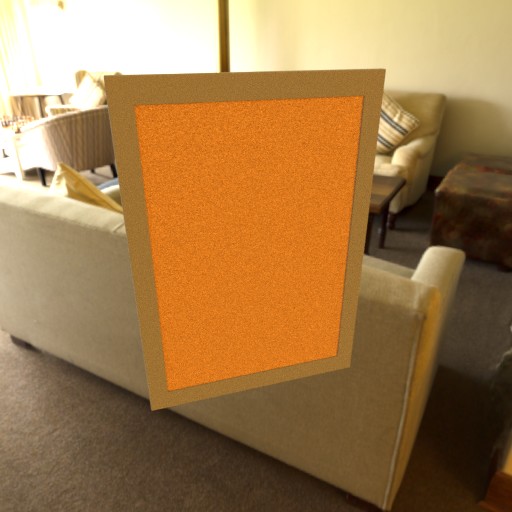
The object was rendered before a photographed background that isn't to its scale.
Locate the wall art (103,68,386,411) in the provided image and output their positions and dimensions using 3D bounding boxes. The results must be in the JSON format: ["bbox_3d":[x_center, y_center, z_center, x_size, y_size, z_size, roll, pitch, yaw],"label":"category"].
[{"bbox_3d":[0.000,0.000,0.687,0.374,0.529,0.012,-8,28,-15],"label":"wall art"}]
